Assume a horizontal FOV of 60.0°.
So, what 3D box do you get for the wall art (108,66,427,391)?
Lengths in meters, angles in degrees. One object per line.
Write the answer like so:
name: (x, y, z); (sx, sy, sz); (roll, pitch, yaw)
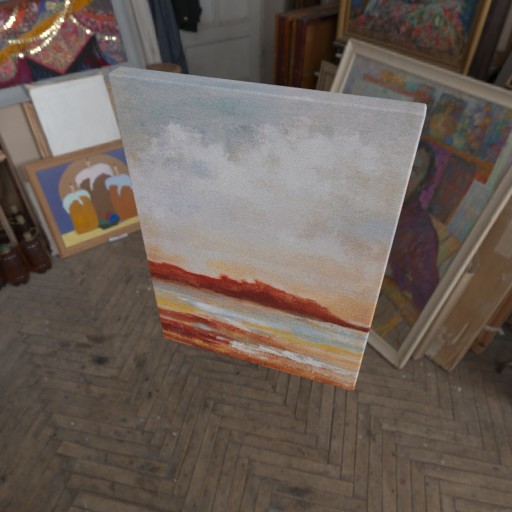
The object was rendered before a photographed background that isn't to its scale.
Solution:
wall art: (0.000, 0.000, 0.797); (0.443, 0.605, 0.035); (12, 43, 14)
